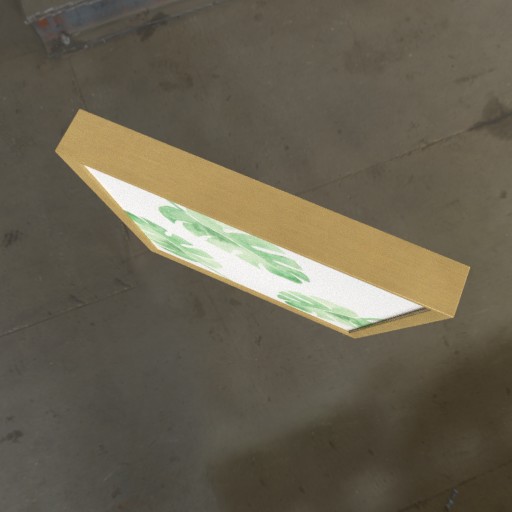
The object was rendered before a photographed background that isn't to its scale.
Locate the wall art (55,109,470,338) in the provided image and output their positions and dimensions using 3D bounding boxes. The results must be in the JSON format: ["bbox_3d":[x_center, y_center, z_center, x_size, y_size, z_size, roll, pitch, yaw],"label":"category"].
[{"bbox_3d":[0.000,0.000,0.462,0.305,0.305,0.038,23,78,5],"label":"wall art"}]
